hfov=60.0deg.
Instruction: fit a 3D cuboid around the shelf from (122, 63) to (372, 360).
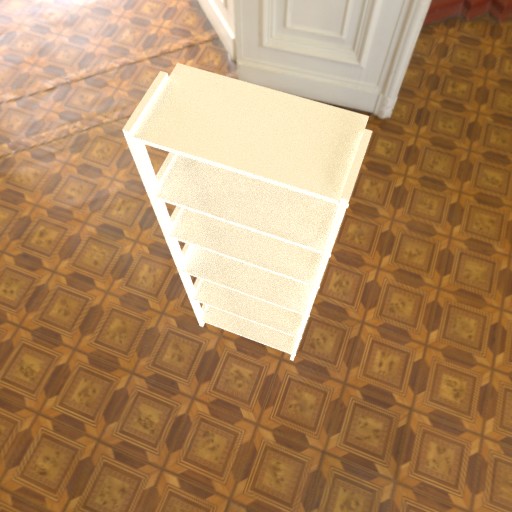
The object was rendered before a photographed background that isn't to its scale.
[{"bbox_3d":[0.000,0.000,2.113,0.660,1.892,0.381,19,66,9],"label":"shelf"}]
